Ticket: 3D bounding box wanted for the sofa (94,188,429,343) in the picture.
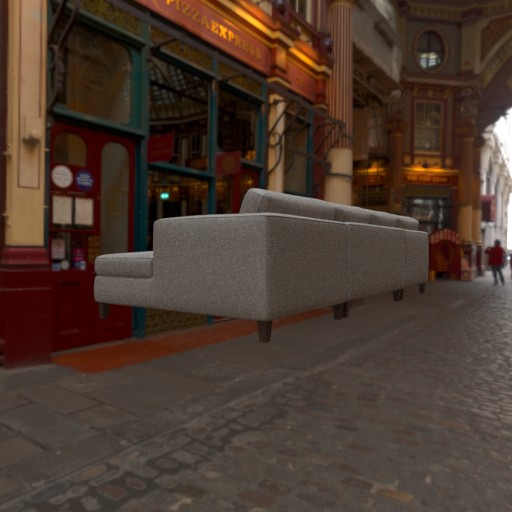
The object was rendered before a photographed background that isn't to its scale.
[{"bbox_3d":[0.000,0.000,4.482,2.551,0.889,3.403,1,1,35],"label":"sofa"}]
